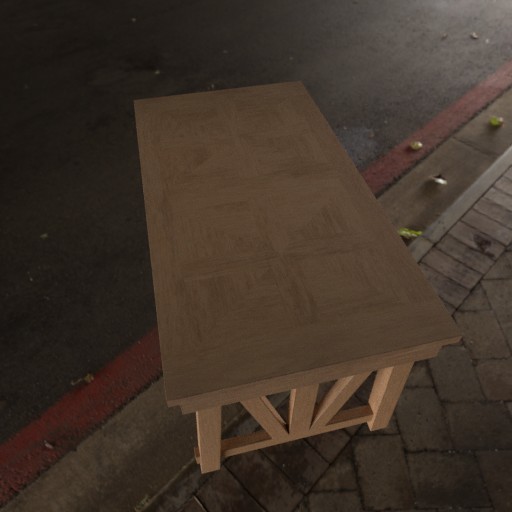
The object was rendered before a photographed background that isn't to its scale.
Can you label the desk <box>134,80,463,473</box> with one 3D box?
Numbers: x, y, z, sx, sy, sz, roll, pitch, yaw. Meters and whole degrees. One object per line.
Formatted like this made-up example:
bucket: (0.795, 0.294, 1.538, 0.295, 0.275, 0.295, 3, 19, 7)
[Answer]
desk: (0.000, 0.000, 1.925, 0.813, 0.762, 1.499, -10, 49, -9)
